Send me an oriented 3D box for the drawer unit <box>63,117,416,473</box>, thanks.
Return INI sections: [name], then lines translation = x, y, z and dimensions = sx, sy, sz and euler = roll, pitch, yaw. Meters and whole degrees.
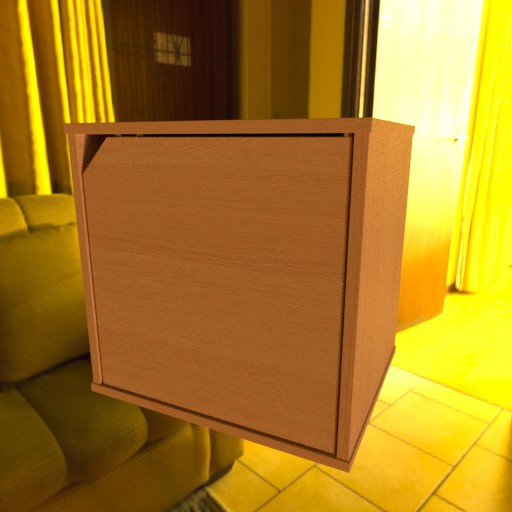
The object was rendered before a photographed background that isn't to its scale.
[drawer unit]
translation = 0.000, 0.000, 0.603
dimensions = 0.349, 0.344, 0.290
euler = 7, 16, 25
